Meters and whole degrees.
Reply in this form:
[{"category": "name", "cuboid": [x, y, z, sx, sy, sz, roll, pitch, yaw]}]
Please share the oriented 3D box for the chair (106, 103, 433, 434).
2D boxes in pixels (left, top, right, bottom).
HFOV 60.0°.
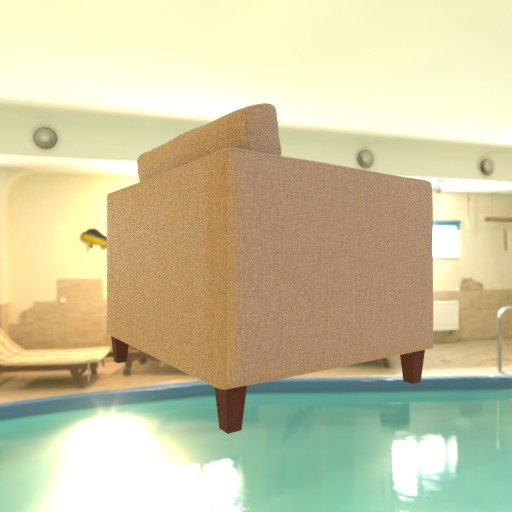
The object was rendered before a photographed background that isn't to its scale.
[{"category": "chair", "cuboid": [0.000, 0.000, 1.853, 0.959, 0.961, 1.107, 0, 0, -35]}]
